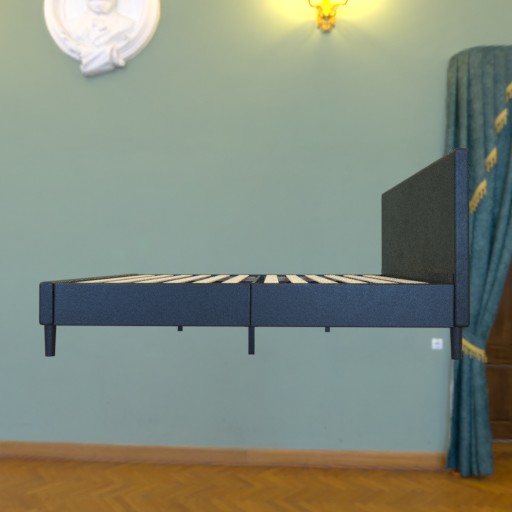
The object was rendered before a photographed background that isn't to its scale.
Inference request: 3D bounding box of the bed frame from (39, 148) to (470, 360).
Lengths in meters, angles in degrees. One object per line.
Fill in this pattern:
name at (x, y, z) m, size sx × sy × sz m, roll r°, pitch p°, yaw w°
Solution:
bed frame at (0.000, 0.000, 2.944) m, size 2.152 × 1.046 × 1.469 m, roll 0°, pitch -1°, yaw 2°
